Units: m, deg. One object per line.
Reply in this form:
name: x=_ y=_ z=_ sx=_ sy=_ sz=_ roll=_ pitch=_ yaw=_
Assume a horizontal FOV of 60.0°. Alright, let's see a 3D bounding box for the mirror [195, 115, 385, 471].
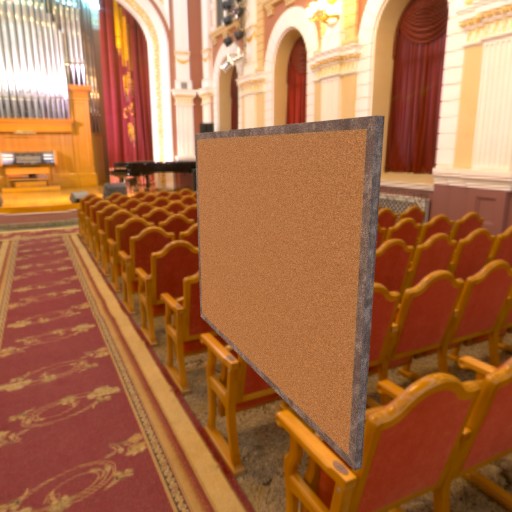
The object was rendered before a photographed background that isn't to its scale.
mirror: x=0.000 y=0.000 z=1.432 sx=0.022 sy=0.795 sz=1.101 roll=-6 pitch=15 yaw=-25
